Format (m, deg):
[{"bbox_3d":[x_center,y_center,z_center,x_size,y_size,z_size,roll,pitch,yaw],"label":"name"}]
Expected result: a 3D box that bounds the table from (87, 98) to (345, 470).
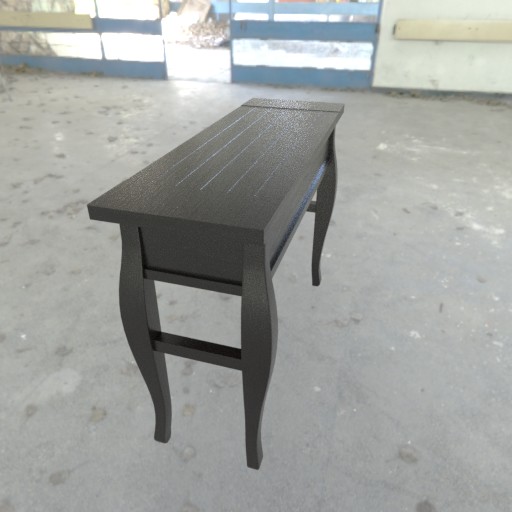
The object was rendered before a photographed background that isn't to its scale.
[{"bbox_3d":[0.000,0.000,1.441,0.373,0.768,1.062,9,32,15],"label":"table"}]
